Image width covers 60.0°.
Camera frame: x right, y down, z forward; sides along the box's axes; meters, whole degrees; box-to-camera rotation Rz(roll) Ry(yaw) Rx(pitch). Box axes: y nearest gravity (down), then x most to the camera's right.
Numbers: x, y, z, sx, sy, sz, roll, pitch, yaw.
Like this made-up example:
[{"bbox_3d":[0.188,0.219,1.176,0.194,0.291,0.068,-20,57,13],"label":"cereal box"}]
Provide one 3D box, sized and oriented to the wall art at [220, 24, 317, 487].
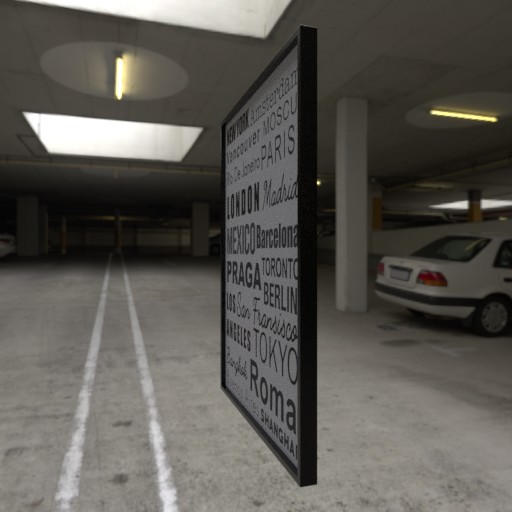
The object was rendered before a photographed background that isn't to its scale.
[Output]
[{"bbox_3d":[0.000,0.000,1.383,0.043,1.046,0.788,0,0,-18],"label":"wall art"}]
